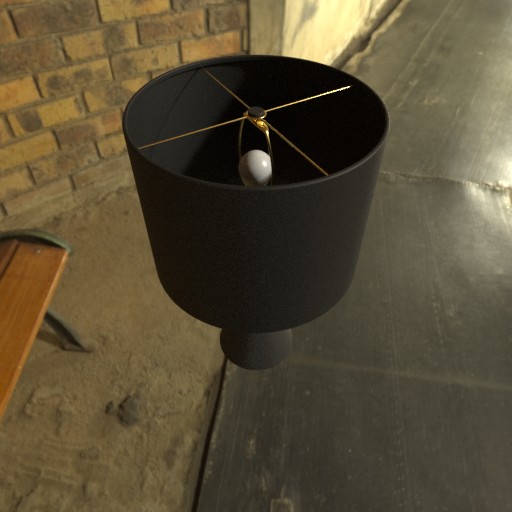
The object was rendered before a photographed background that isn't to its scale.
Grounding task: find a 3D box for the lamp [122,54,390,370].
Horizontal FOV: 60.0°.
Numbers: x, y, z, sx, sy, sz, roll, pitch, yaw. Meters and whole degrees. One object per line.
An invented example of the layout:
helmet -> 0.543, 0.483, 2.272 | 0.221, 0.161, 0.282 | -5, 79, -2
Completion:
lamp -> 0.000, 0.000, 0.815 | 0.359, 0.584, 0.359 | -23, 50, -20
